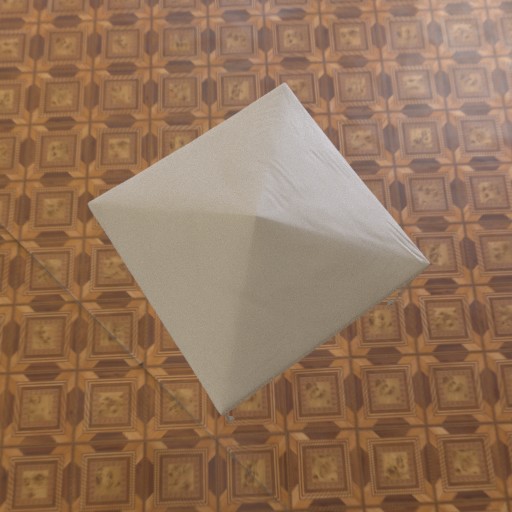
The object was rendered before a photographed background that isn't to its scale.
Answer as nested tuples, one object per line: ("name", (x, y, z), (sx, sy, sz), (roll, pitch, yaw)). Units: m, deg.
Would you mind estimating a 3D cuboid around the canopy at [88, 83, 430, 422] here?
("canopy", (0.000, 0.000, 6.428), (3.599, 3.600, 3.600), (-34, 79, -8))
